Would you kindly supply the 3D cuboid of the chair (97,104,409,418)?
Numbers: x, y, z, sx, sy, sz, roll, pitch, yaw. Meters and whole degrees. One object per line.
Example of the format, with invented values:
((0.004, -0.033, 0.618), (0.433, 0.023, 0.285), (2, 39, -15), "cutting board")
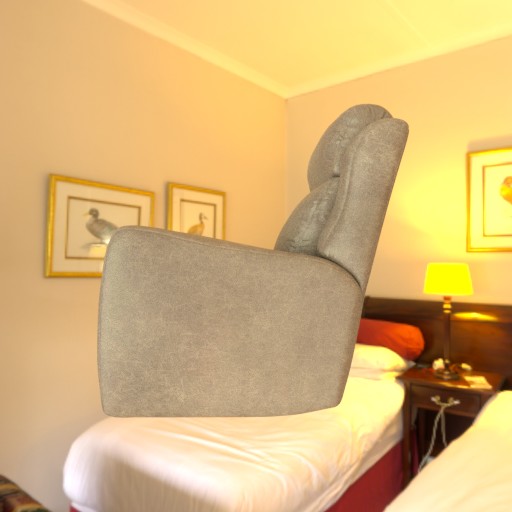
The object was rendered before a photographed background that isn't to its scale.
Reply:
((0.000, 0.000, 1.916), (1.068, 1.116, 0.965), (0, -1, 1), "chair")
